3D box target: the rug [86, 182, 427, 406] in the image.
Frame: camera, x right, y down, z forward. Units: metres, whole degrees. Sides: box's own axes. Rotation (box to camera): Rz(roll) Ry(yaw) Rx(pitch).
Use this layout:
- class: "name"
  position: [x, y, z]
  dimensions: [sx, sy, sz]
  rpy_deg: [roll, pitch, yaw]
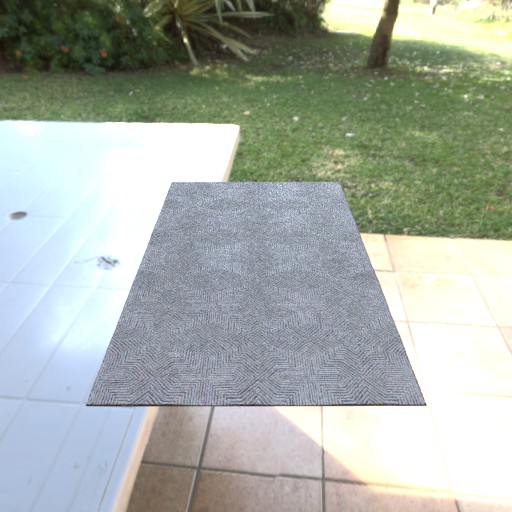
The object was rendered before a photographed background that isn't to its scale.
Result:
- class: "rug"
  position: [0.000, 0.000, 2.980]
  dimensions: [1.519, 0.007, 2.428]
  rpy_deg: [0, 33, 0]
